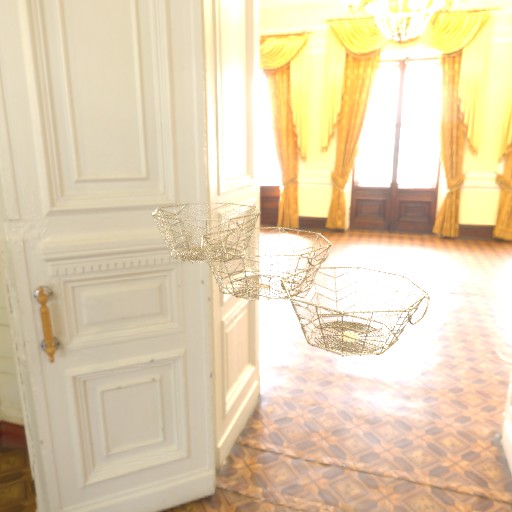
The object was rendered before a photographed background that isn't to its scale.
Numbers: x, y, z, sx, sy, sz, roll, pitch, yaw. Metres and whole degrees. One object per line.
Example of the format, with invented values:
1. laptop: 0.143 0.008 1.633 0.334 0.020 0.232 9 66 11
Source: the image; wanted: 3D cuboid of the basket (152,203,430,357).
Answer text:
1. basket: 0.000 0.000 1.392 0.432 0.178 1.246 -8 17 -27
